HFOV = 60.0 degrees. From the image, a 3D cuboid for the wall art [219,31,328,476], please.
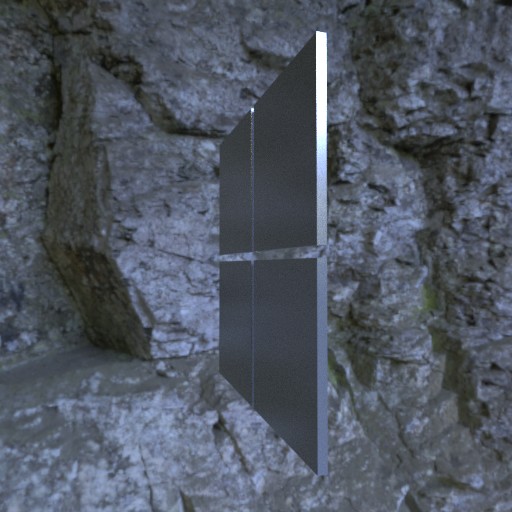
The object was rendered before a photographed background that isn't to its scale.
[{"bbox_3d":[0.000,0.000,1.653,0.029,1.118,1.118,0,-1,-17],"label":"wall art"}]
